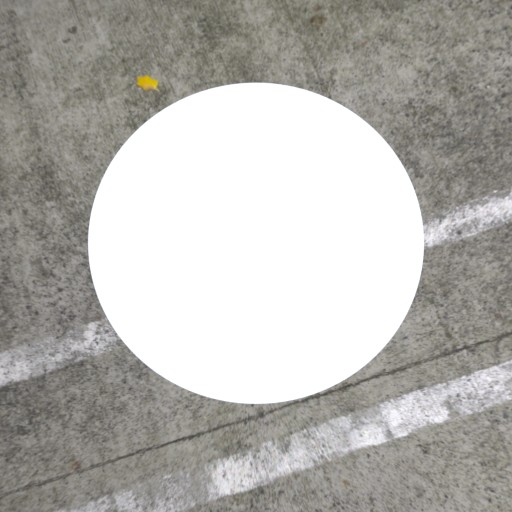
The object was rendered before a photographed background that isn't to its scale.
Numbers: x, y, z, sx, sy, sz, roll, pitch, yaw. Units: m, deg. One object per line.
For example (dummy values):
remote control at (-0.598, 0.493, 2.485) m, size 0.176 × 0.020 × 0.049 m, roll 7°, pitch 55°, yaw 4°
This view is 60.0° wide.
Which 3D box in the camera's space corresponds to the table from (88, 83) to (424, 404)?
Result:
table at (0.000, 0.000, 0.987) m, size 0.600 × 0.400 × 0.600 m, roll 0°, pitch 75°, yaw 0°
